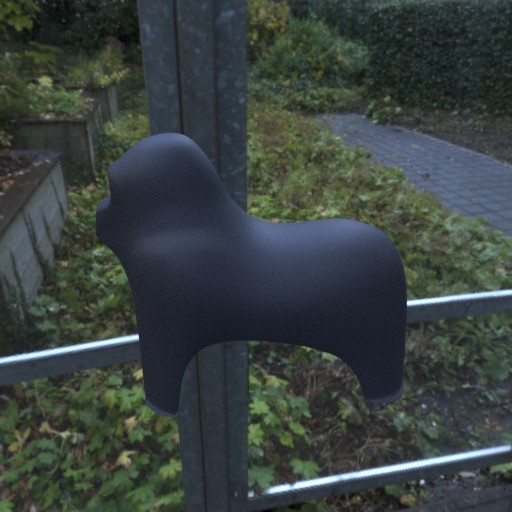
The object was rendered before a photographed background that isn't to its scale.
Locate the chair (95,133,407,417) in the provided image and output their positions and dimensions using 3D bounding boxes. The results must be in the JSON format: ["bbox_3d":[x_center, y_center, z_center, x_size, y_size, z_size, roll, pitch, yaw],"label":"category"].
[{"bbox_3d":[0.000,0.000,1.113,0.758,0.600,0.490,1,26,1],"label":"chair"}]
